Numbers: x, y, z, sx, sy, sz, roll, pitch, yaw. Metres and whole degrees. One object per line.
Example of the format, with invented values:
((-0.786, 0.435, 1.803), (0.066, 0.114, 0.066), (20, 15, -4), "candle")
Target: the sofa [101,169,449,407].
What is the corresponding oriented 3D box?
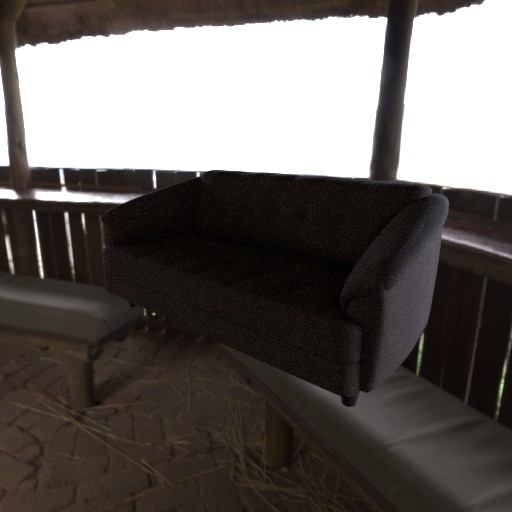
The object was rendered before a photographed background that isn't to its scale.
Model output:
((0.000, 0.000, 2.296), (1.849, 0.790, 0.887), (14, 20, 41), "sofa")
